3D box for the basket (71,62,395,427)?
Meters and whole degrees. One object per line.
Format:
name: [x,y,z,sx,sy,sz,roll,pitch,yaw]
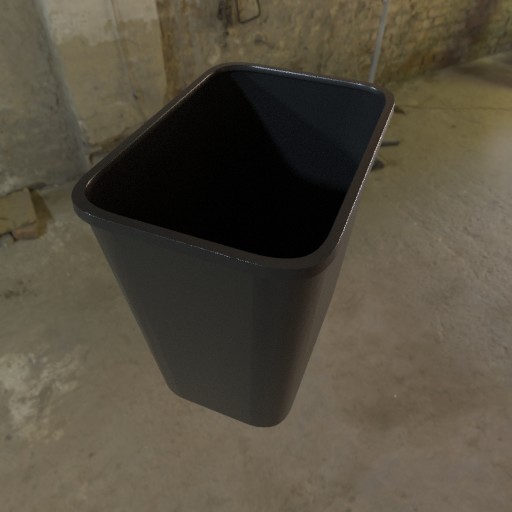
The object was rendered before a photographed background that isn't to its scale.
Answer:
basket: [0.000,0.000,0.506,0.211,0.307,0.300,16,47,15]
